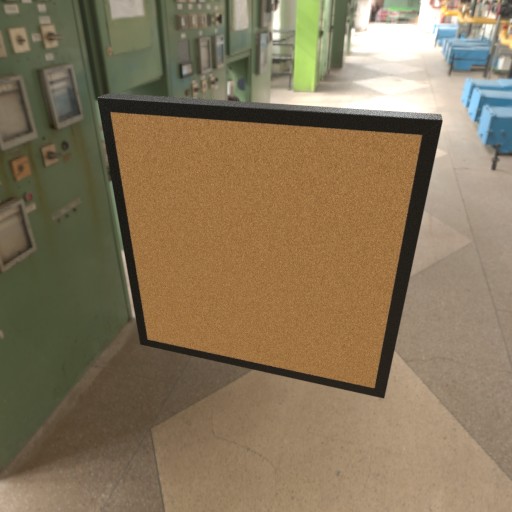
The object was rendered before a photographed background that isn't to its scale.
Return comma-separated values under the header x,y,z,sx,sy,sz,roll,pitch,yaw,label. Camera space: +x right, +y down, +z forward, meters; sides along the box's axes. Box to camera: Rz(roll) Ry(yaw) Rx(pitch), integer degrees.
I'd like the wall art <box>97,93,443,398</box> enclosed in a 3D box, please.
x,y,z,sx,sy,sz,roll,pitch,yaw,label
0.000,0.000,0.770,0.508,0.508,0.036,9,32,14,wall art
